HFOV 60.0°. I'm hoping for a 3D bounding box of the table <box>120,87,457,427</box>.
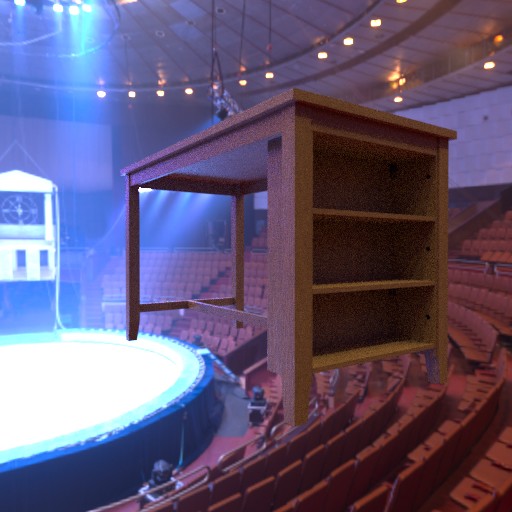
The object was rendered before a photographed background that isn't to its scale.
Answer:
[{"bbox_3d":[0.000,0.000,1.909,0.729,0.874,1.397,-1,1,-34],"label":"table"}]
